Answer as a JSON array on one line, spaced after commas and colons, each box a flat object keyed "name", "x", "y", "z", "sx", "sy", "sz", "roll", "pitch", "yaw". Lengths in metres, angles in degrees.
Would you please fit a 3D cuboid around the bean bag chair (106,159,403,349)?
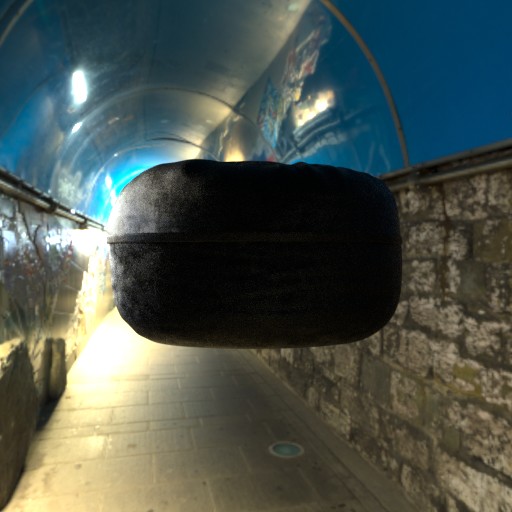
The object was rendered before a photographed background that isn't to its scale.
[{"name": "bean bag chair", "x": 0.000, "y": 0.000, "z": 2.533, "sx": 1.524, "sy": 0.878, "sz": 1.524, "roll": 0, "pitch": 0, "yaw": -1}]
